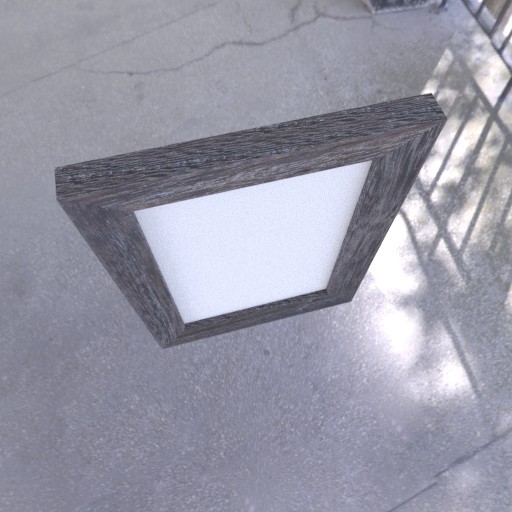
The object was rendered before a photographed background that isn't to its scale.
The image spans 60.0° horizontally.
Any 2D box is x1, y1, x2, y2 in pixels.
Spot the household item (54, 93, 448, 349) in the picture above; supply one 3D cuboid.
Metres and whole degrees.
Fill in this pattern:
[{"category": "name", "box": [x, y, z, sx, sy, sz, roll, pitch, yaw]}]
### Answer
[{"category": "household item", "box": [0.000, 0.000, 0.274, 0.160, 0.210, 0.020, -13, 64, -7]}]
